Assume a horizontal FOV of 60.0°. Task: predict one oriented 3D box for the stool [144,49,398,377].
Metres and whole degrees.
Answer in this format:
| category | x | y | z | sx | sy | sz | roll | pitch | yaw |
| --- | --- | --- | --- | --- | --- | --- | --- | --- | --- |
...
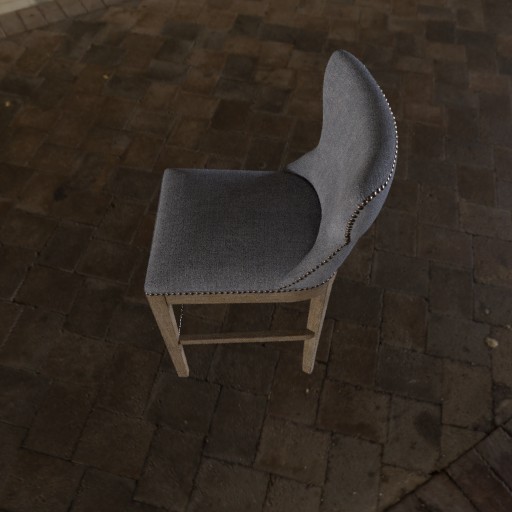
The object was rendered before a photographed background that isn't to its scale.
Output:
| category | x | y | z | sx | sy | sz | roll | pitch | yaw |
| --- | --- | --- | --- | --- | --- | --- | --- | --- | --- |
| stool | 0.000 | 0.000 | 1.400 | 0.606 | 1.123 | 0.494 | 1 | 57 | 0 |
